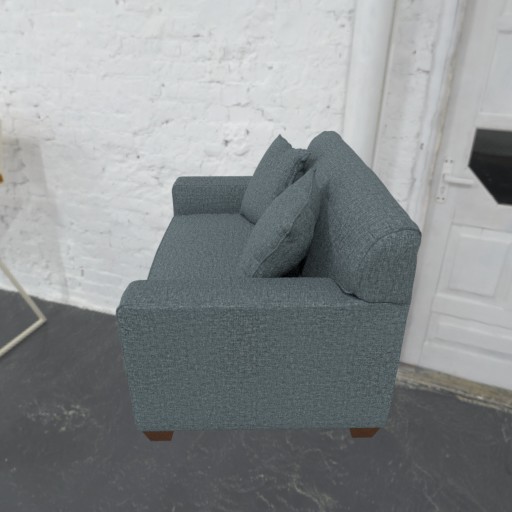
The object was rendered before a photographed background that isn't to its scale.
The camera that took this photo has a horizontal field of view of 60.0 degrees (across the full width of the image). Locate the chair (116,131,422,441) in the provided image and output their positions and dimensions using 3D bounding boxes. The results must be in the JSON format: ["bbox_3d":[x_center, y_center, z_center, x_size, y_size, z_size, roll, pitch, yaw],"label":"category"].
[{"bbox_3d":[0.000,0.000,2.094,1.000,0.948,1.383,-1,27,-1],"label":"chair"}]
